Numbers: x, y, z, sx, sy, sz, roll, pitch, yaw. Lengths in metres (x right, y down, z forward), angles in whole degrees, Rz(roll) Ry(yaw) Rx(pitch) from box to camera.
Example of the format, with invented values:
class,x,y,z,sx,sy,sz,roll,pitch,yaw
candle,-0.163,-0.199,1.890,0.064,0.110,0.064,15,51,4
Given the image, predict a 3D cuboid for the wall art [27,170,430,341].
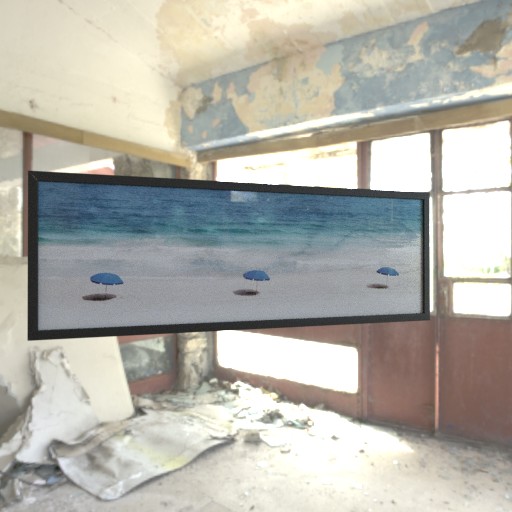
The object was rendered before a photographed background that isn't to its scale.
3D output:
class,x,y,z,sx,sy,sz,roll,pitch,yaw
wall art,0.000,0.000,1.700,1.572,0.554,0.041,0,0,-18
